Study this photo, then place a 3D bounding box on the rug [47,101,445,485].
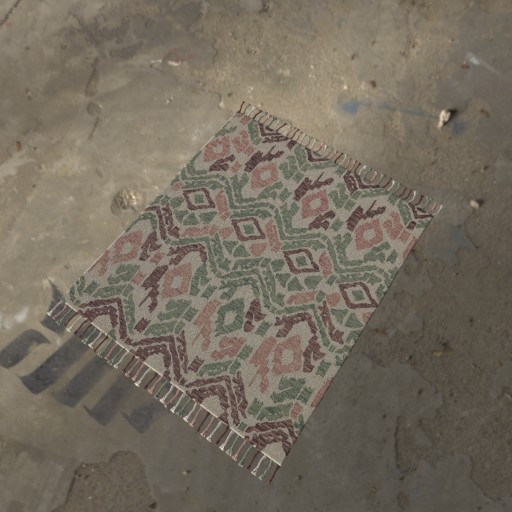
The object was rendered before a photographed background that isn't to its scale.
[{"bbox_3d":[0.000,0.000,4.137,2.438,0.010,3.048,32,68,14],"label":"rug"}]
